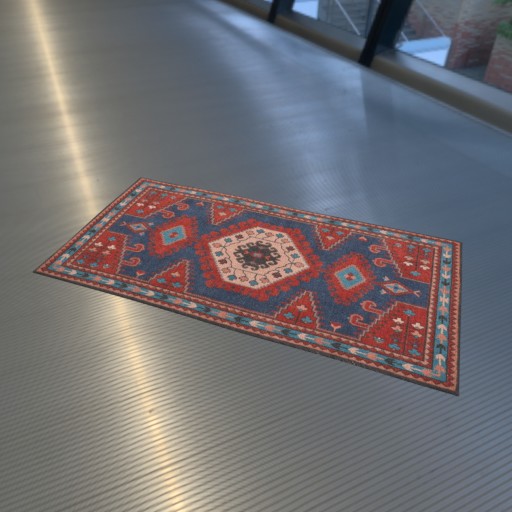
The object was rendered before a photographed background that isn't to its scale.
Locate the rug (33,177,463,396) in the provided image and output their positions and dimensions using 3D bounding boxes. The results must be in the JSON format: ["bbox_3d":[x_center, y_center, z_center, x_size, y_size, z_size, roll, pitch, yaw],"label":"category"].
[{"bbox_3d":[0.000,0.000,3.473,3.032,0.034,1.522,13,41,16],"label":"rug"}]
